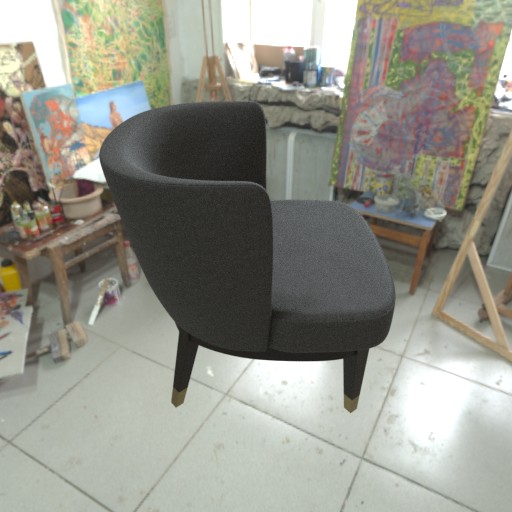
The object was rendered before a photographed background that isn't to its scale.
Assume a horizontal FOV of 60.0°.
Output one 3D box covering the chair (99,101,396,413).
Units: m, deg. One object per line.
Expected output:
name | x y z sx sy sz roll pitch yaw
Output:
chair | 0.000 0.000 1.236 0.698 0.695 0.639 0 32 0
